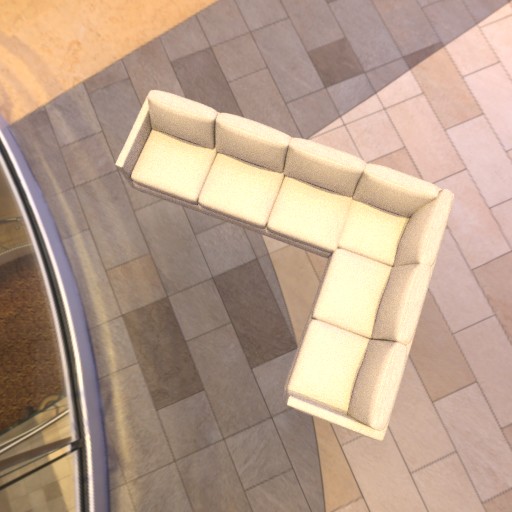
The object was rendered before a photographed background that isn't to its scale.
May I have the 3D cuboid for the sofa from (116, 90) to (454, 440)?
[{"bbox_3d":[0.000,0.000,4.508,3.333,0.934,2.522,20,78,4],"label":"sofa"}]
